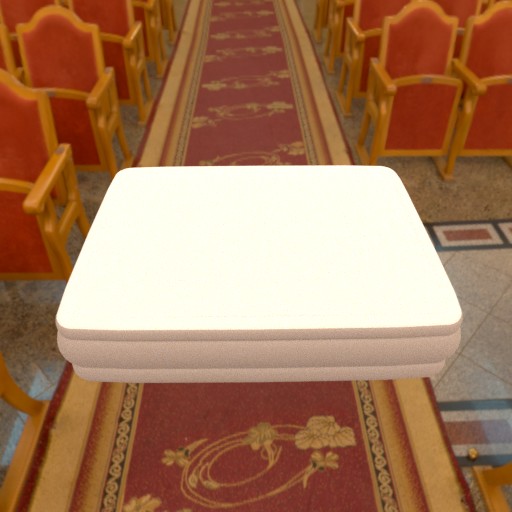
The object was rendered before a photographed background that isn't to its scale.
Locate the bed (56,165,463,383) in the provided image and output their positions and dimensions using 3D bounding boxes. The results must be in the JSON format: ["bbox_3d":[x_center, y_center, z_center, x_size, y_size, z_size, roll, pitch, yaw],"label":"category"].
[{"bbox_3d":[0.000,0.000,2.686,2.036,0.460,1.520,-1,41,-1],"label":"bed"}]
